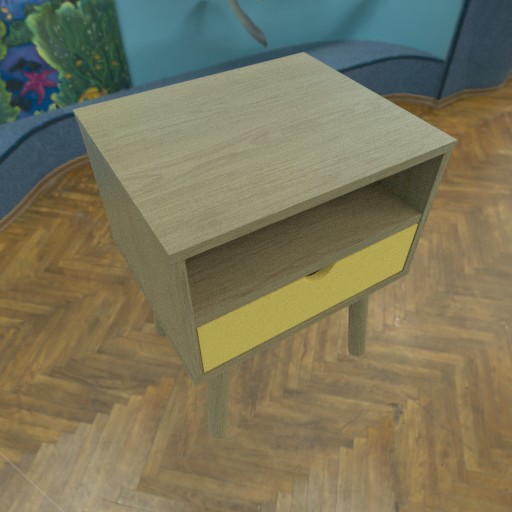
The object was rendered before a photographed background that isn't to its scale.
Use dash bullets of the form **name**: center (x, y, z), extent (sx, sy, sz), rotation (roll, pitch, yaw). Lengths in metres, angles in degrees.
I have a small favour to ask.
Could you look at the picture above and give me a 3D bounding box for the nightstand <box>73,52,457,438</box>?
- **nightstand**: center (0.000, 0.000, 0.875), extent (0.450, 0.571, 0.380), rotation (-23, 50, -21)
